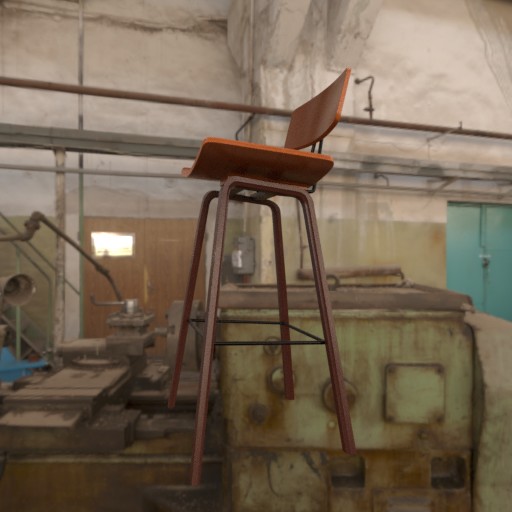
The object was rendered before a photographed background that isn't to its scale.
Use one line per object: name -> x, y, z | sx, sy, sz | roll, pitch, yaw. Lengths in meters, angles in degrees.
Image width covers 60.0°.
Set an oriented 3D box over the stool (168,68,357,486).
stool -> 0.000, 0.000, 1.240 | 0.440, 0.969, 0.509 | 0, 1, -17
